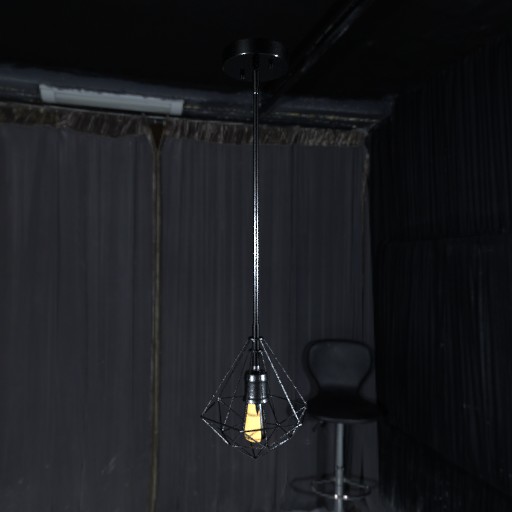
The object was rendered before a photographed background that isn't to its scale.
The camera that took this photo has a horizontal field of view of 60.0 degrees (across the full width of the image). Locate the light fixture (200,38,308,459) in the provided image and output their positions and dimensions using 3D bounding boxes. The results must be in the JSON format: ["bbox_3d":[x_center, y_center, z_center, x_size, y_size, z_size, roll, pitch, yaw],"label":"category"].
[{"bbox_3d":[0.000,0.000,1.936,0.487,1.764,0.431,0,-1,-18],"label":"light fixture"}]
